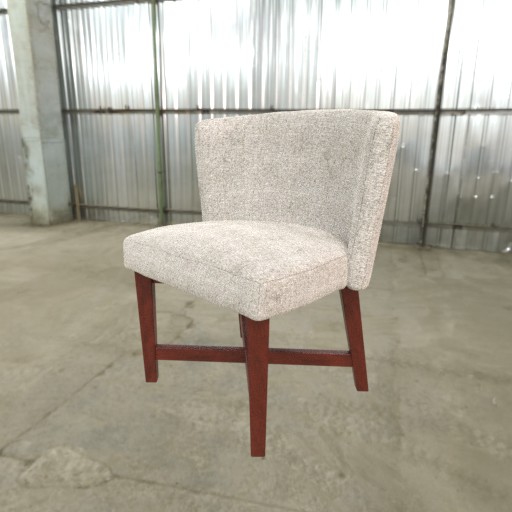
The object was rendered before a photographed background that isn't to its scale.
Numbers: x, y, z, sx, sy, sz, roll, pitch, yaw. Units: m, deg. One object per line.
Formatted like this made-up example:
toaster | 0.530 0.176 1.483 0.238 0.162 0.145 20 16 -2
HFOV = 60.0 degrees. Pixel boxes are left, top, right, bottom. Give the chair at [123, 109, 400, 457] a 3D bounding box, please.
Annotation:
chair | 0.000 0.000 1.292 0.728 0.827 0.575 15 21 43
